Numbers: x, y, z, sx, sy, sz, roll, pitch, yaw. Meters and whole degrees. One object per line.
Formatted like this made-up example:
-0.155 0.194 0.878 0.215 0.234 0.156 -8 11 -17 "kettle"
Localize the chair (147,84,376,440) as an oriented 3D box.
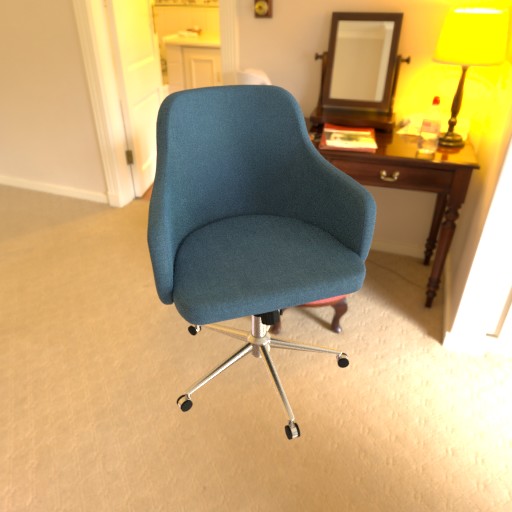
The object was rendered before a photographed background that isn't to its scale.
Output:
0.000 0.000 1.271 0.599 0.820 0.655 -10 33 -16 "chair"
